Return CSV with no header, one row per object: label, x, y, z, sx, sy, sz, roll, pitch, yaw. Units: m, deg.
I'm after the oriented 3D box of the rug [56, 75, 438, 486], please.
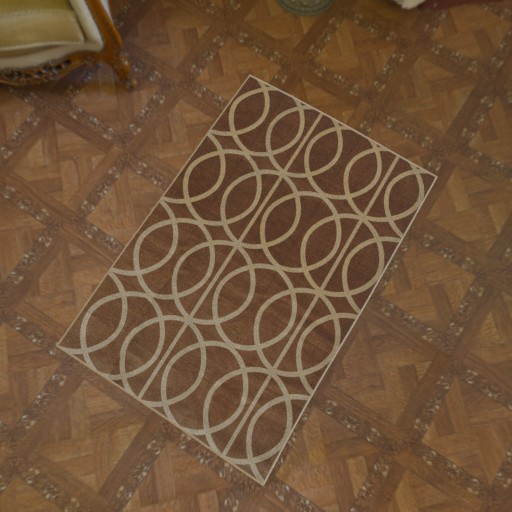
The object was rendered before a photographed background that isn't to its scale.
rug,0.000,0.000,2.901,1.528,0.014,2.294,31,78,7
